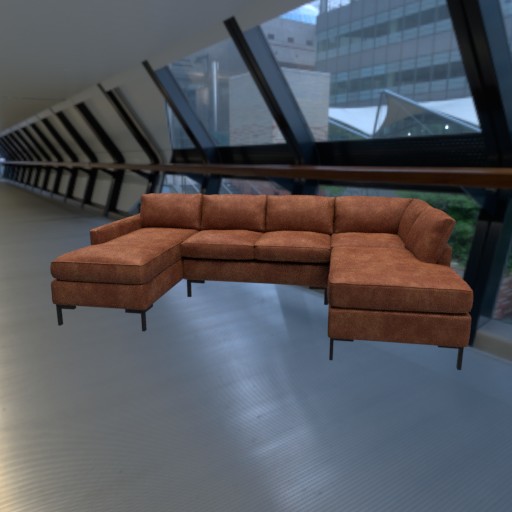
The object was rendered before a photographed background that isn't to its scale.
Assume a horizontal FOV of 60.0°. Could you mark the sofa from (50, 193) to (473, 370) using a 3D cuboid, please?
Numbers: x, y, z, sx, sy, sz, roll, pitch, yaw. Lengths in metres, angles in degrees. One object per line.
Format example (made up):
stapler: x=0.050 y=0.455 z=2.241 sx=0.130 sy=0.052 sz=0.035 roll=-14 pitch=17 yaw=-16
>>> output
sofa: x=0.000 y=0.000 z=3.770 sx=2.956 sy=0.900 sz=1.939 roll=2 pitch=13 yaw=10
